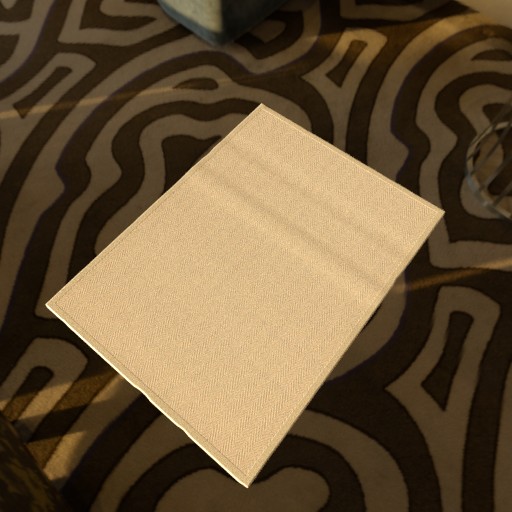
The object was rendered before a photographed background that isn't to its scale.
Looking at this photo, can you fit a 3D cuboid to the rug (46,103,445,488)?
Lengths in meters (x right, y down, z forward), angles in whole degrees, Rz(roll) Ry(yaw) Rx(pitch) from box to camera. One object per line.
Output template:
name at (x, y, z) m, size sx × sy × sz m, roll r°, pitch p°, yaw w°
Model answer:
rug at (0.000, 0.000, 4.895) m, size 2.734 × 0.037 × 3.659 m, roll 36°, pitch 69°, yaw 16°
